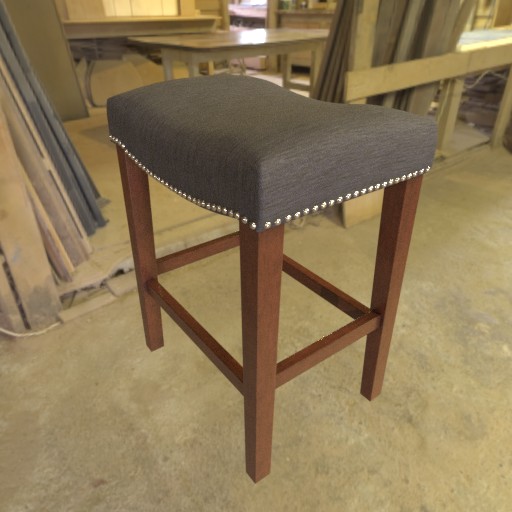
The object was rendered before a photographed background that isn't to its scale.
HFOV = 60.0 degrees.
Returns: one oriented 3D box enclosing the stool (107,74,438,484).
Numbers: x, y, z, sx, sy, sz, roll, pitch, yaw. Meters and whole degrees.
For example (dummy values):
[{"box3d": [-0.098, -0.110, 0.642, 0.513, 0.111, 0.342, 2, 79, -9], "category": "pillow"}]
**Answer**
[{"box3d": [0.000, 0.000, 0.930, 0.372, 0.654, 0.504, -21, 37, -31], "category": "stool"}]
